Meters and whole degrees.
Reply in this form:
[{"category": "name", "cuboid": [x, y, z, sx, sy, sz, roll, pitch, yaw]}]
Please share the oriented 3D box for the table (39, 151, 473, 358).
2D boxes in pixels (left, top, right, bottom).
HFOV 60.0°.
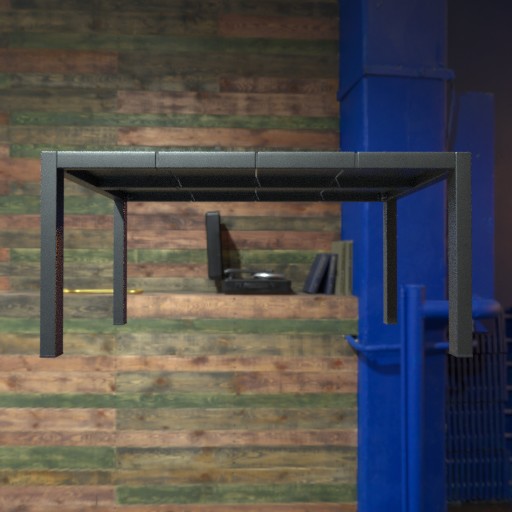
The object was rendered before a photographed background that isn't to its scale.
[{"category": "table", "cuboid": [0.000, 0.000, 1.267, 0.965, 0.460, 0.559, 0, -1, 0]}]
